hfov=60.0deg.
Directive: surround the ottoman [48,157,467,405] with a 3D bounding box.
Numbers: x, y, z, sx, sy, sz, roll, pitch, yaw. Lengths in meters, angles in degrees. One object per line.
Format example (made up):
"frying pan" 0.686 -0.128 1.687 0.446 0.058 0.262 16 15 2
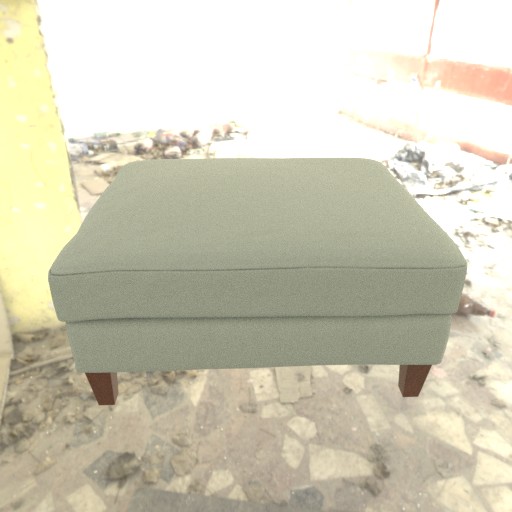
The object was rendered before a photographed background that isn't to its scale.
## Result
"ottoman" 0.000 0.000 1.452 0.991 0.494 0.842 -1 30 -2
